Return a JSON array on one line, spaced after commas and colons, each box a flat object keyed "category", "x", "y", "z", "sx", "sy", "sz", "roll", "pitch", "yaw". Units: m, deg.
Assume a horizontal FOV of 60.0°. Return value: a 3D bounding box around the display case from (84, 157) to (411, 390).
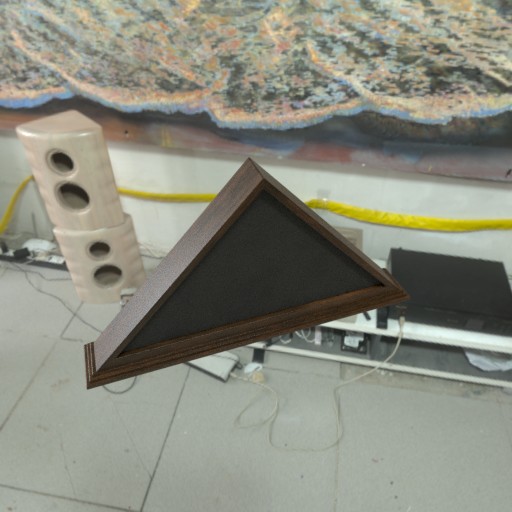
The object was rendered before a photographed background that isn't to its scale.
[{"category": "display case", "x": 0.000, "y": 0.000, "z": 0.756, "sx": 0.640, "sy": 0.340, "sz": 0.095, "roll": -13, "pitch": 42, "yaw": -15}]
